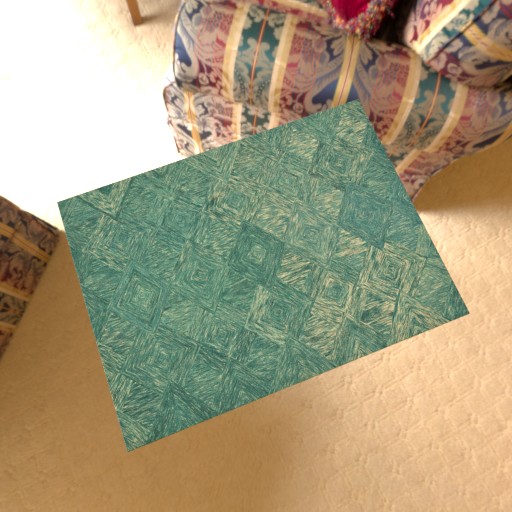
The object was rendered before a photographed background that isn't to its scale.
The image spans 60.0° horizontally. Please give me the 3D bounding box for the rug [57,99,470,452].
[{"bbox_3d":[0.000,0.000,4.158,3.217,0.027,2.405,-20,75,-6],"label":"rug"}]
